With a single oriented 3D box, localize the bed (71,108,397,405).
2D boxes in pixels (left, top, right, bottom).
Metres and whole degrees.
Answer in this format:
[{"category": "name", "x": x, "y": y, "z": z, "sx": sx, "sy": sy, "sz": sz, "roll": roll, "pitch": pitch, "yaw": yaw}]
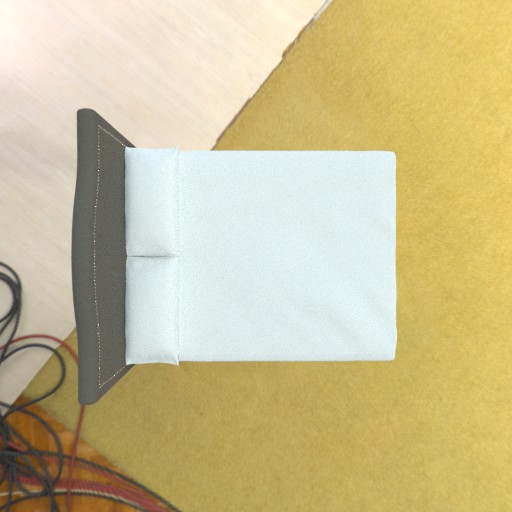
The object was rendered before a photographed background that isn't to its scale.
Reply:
[{"category": "bed", "x": 0.000, "y": 0.000, "z": 3.079, "sx": 2.036, "sy": 1.387, "sz": 1.666, "roll": 0, "pitch": 91, "yaw": 0}]
